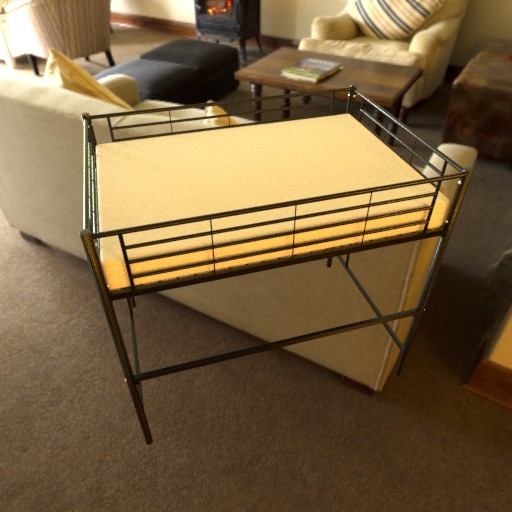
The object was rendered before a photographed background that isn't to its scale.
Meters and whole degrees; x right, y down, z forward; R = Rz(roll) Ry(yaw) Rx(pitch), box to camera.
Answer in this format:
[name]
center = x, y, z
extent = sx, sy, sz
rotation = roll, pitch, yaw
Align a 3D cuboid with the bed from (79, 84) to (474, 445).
[bed]
center = 0.000, 0.000, 3.192
extent = 1.994, 1.803, 1.397
rotation = -11, 41, -13
